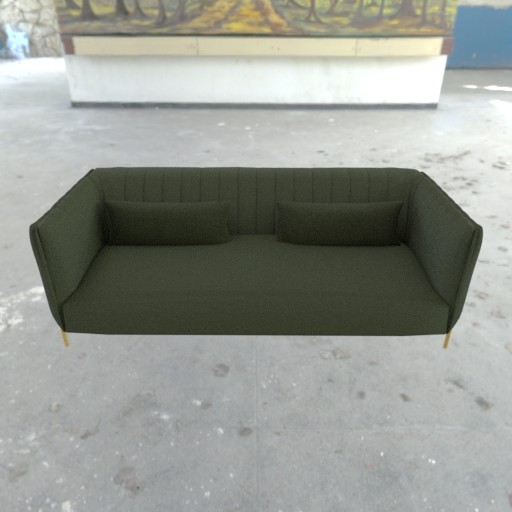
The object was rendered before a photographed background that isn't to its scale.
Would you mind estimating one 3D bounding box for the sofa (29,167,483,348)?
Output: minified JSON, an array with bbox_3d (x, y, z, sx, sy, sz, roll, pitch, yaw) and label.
[{"bbox_3d":[0.000,0.000,2.530,2.137,0.793,0.896,0,29,0],"label":"sofa"}]
